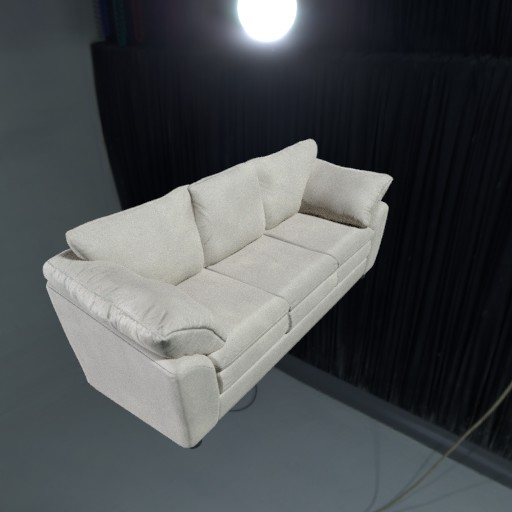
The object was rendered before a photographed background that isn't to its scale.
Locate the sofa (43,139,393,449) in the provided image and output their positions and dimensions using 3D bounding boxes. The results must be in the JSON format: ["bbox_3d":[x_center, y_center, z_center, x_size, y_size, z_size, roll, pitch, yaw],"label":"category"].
[{"bbox_3d":[0.000,0.000,2.758,0.878,0.996,2.334,18,33,31],"label":"sofa"}]
